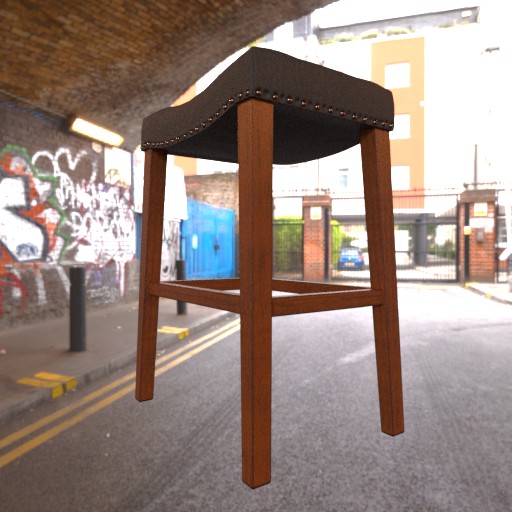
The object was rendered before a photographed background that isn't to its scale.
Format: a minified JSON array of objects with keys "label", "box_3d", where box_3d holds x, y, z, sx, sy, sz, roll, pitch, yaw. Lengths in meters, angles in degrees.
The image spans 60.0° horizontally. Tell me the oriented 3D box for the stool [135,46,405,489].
[{"label":"stool","box_3d":[0.000,0.000,0.851,0.320,0.612,0.439,0,1,-35]}]
